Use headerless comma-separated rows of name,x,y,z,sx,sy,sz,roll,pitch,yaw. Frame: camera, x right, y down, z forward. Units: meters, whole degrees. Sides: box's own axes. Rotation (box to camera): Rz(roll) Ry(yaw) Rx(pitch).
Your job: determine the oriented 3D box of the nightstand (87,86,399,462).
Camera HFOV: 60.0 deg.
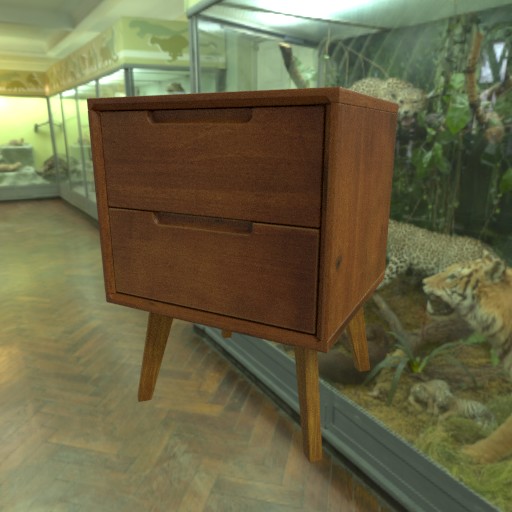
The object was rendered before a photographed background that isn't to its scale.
nightstand,0.000,0.000,0.935,0.460,0.618,0.411,8,18,26
